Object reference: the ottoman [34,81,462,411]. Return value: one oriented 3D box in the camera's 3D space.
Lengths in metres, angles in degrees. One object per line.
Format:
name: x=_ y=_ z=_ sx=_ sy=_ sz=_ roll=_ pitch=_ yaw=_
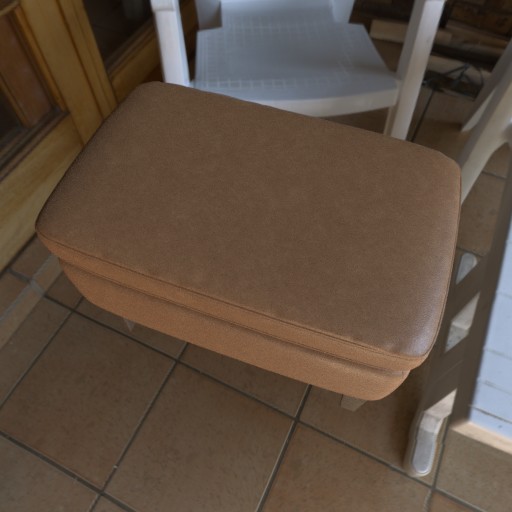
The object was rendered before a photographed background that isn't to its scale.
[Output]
ottoman: x=0.000 y=0.000 z=0.929 sx=0.670 sy=0.480 sz=0.420 roll=17 pitch=61 yaw=10
